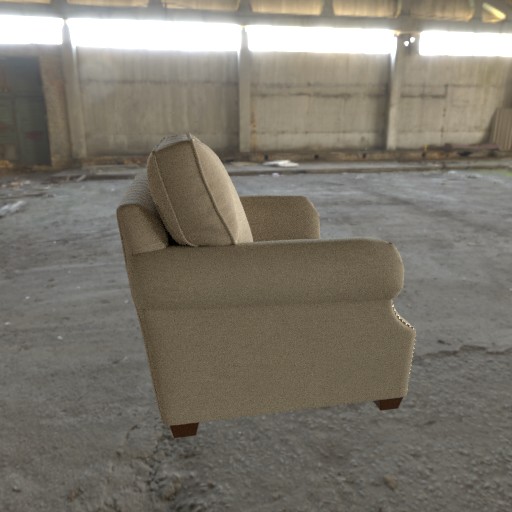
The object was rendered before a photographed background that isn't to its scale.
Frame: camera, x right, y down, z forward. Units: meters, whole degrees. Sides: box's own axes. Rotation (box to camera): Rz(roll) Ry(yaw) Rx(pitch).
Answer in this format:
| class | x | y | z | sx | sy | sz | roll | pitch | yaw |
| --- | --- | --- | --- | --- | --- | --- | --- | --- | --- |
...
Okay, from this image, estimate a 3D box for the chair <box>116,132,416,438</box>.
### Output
| class | x | y | z | sx | sy | sz | roll | pitch | yaw |
| --- | --- | --- | --- | --- | --- | --- | --- | --- | --- |
| chair | 0.000 | 0.000 | 1.814 | 0.965 | 0.961 | 1.092 | -3 | 17 | -11 |
